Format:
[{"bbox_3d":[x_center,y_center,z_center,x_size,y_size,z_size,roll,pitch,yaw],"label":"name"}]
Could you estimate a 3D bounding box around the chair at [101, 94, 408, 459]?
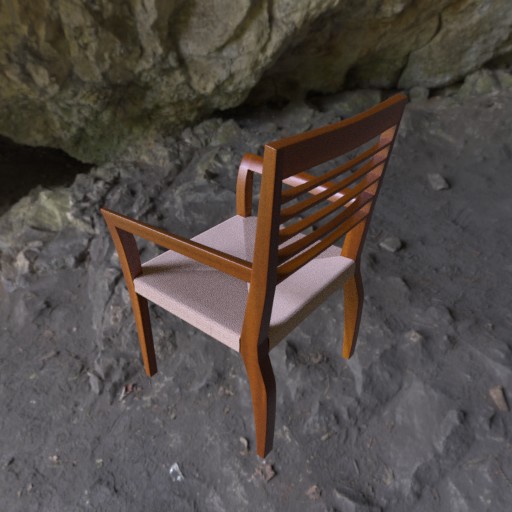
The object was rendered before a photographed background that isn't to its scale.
[{"bbox_3d":[0.000,0.000,1.260,0.540,0.855,0.587,22,37,32],"label":"chair"}]
